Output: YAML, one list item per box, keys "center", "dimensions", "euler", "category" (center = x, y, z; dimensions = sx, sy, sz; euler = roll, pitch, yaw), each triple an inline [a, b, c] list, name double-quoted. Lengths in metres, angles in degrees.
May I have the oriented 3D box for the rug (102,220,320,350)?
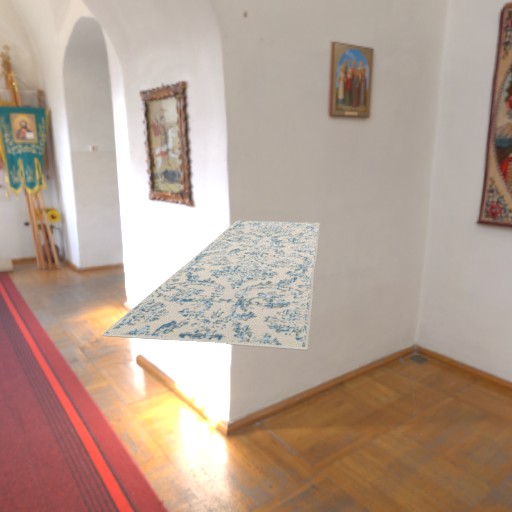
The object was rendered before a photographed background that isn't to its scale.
- center: [0.000, 0.000, 2.427]
  dimensions: [0.662, 0.011, 2.196]
  euler: [2, 14, 9]
  category: "rug"
